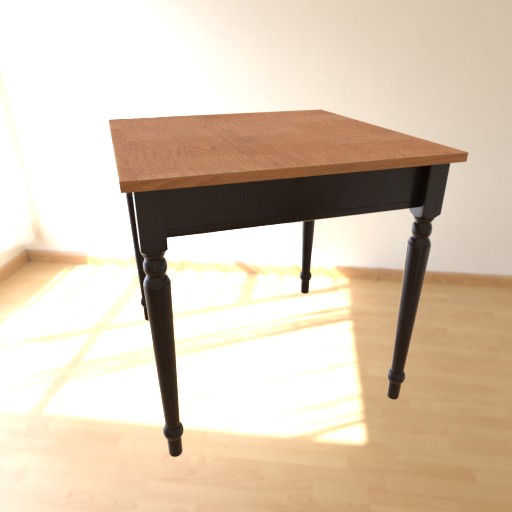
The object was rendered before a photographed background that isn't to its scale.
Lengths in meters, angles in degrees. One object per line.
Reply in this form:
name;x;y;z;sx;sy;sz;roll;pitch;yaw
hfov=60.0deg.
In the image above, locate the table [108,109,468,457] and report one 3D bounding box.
table;0.000;0.000;1.356;0.747;0.738;0.747;-8;27;-16
